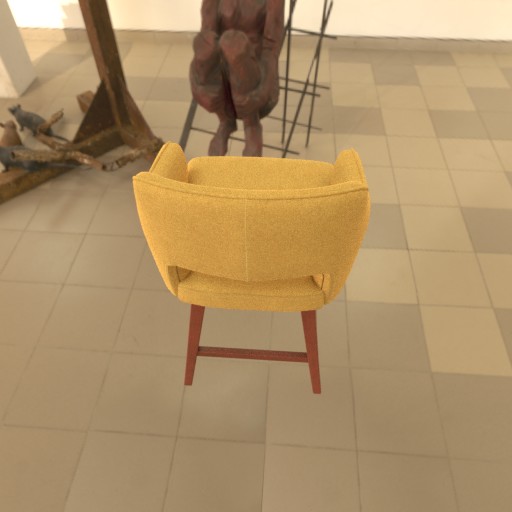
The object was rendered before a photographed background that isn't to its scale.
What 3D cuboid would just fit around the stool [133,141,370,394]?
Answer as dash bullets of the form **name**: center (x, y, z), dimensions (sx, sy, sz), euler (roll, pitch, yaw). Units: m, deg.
- **stool**: center (0.000, 0.000, 1.279), dimensions (0.548, 0.924, 0.558), euler (3, 50, 2)
